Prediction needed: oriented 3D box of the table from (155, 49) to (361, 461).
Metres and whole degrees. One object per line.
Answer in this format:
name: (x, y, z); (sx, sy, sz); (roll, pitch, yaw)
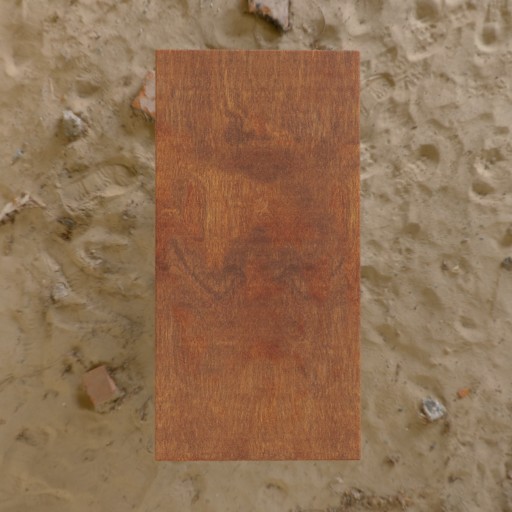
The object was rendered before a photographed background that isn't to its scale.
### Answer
table: (0.000, 0.000, 0.961); (0.305, 0.610, 0.610); (0, 90, -1)
